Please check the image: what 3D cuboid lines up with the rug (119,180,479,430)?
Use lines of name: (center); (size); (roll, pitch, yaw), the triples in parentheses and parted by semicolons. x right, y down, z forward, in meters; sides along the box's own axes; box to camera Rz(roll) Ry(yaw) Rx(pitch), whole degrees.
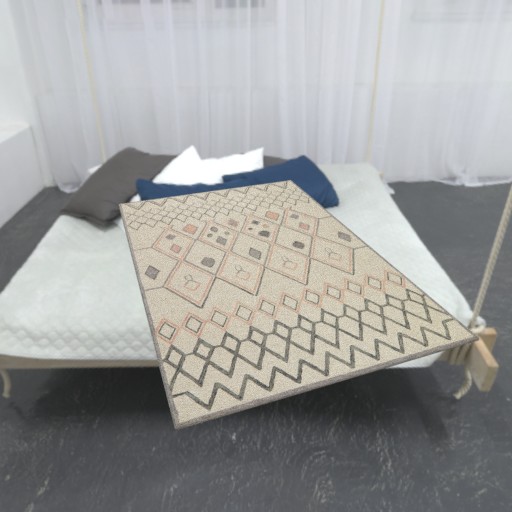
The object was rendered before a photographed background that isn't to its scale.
rug: (0.000, 0.000, 2.314); (1.219, 0.016, 1.829); (-11, 32, -17)
